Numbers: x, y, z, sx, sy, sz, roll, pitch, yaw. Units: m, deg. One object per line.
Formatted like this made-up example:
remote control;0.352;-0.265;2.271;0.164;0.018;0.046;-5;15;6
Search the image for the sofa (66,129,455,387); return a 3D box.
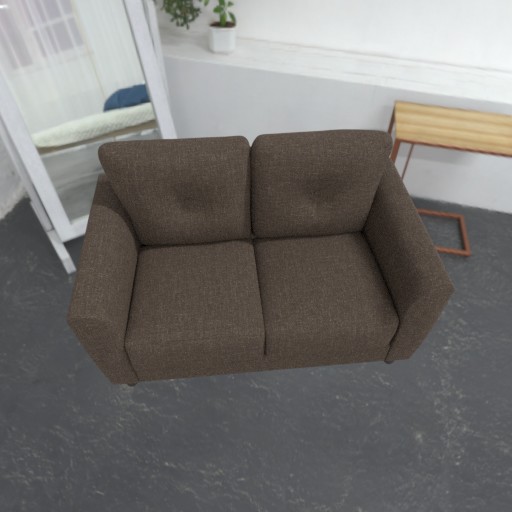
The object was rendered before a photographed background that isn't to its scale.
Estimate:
sofa;0.000;0.000;1.998;1.423;0.885;0.851;-4;48;-4
